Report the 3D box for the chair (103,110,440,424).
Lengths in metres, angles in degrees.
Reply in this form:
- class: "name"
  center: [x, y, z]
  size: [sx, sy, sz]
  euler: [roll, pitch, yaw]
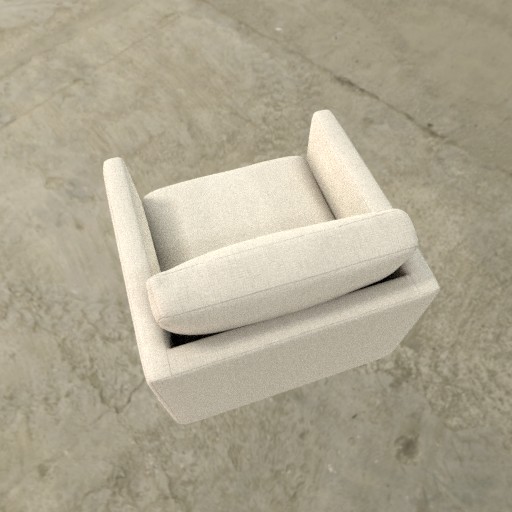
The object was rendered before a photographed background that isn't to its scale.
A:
- class: "chair"
  center: [0.000, 0.000, 1.800]
  size: [0.996, 0.919, 0.959]
  euler: [-16, 60, -10]
